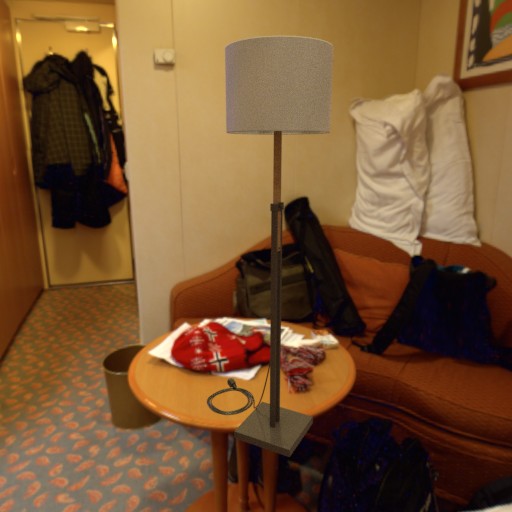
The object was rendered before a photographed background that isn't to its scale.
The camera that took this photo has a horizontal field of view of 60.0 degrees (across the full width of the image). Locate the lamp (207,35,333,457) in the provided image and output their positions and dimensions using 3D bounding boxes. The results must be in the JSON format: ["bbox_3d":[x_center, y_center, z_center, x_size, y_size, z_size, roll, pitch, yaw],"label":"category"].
[{"bbox_3d":[0.000,0.000,1.950,0.639,1.650,0.474,7,15,27],"label":"lamp"}]
